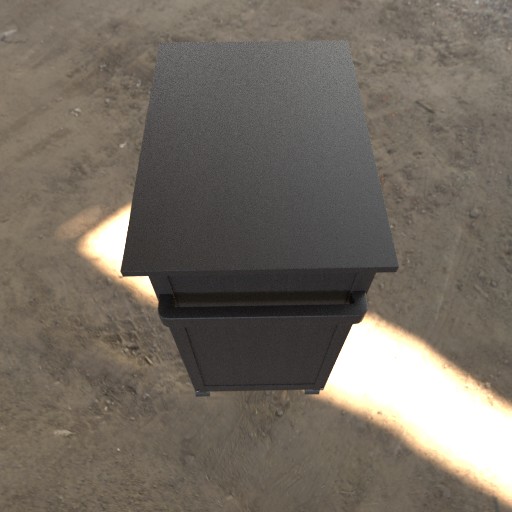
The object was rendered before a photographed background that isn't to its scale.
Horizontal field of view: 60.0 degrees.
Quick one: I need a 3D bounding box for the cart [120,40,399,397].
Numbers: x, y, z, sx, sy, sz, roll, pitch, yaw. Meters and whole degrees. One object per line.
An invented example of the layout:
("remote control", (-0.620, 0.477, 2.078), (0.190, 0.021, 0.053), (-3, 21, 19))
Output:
("cart", (0.000, 0.000, 1.256), (0.456, 0.879, 0.660), (-1, 57, -1))
